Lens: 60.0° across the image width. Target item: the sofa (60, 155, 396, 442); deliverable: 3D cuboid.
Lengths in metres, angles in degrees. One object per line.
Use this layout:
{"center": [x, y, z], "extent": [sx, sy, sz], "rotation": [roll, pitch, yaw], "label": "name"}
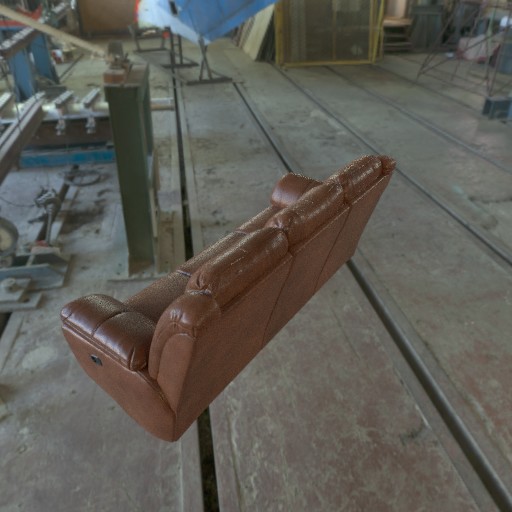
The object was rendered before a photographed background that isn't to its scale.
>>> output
{"center": [0.000, 0.000, 2.917], "extent": [0.991, 1.043, 2.337], "rotation": [20, 38, 29], "label": "sofa"}
